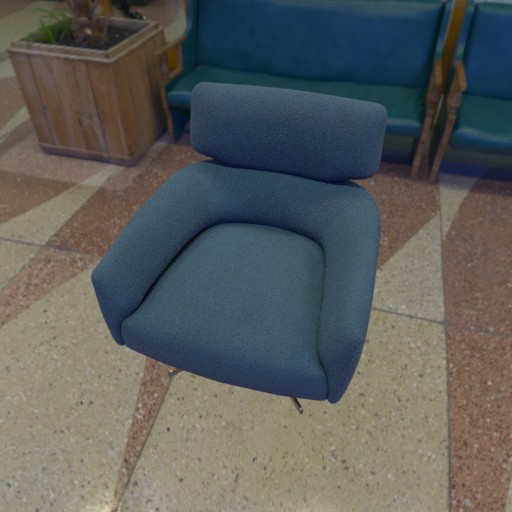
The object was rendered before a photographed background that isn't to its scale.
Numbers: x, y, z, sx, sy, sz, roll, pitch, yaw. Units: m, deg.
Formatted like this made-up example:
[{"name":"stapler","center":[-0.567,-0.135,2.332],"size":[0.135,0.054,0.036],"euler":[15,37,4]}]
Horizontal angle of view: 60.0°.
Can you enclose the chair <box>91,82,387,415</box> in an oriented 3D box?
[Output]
[{"name":"chair","center":[0.000,0.000,1.405],"size":[0.738,0.813,0.761],"euler":[12,44,13]}]
